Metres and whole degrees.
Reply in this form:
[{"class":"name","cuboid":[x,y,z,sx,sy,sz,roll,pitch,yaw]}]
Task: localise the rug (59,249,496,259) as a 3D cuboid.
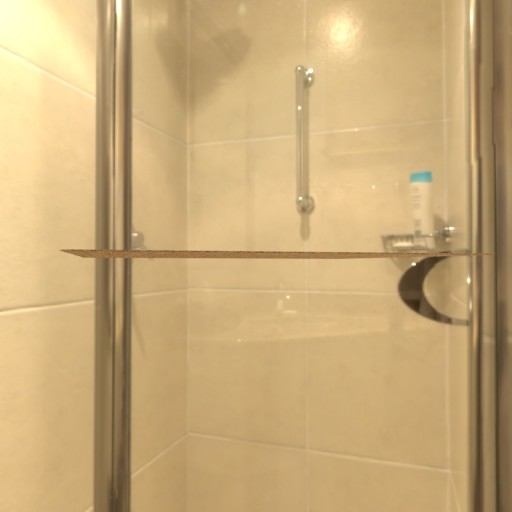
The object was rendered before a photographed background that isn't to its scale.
[{"class":"rug","cuboid":[0.000,0.000,3.852,2.939,0.009,2.313,0,-1,-18]}]
